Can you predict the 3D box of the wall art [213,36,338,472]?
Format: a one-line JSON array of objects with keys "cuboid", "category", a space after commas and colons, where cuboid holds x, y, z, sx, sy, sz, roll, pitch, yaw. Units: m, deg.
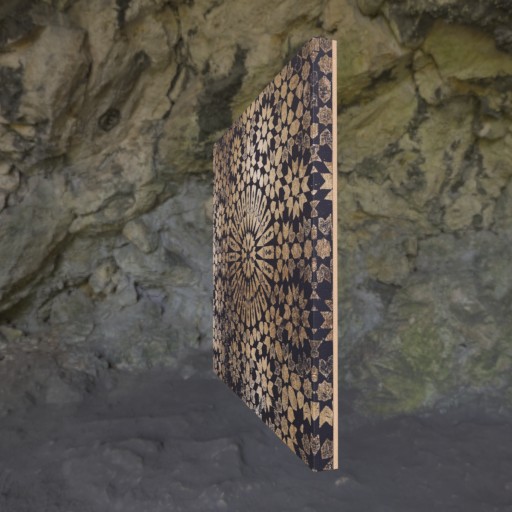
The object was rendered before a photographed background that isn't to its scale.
[{"cuboid": [0.000, 0.000, 0.915, 0.038, 0.612, 0.612, 0, -1, -19], "category": "wall art"}]
